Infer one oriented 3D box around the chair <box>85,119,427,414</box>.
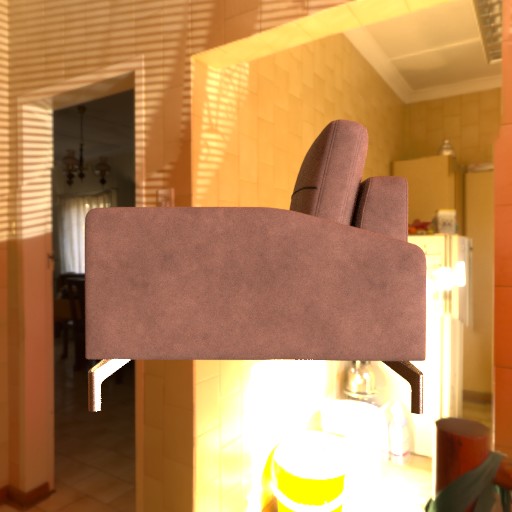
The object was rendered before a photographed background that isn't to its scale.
[{"bbox_3d":[0.000,0.000,1.574,0.900,0.800,0.900,0,1,1],"label":"chair"}]
